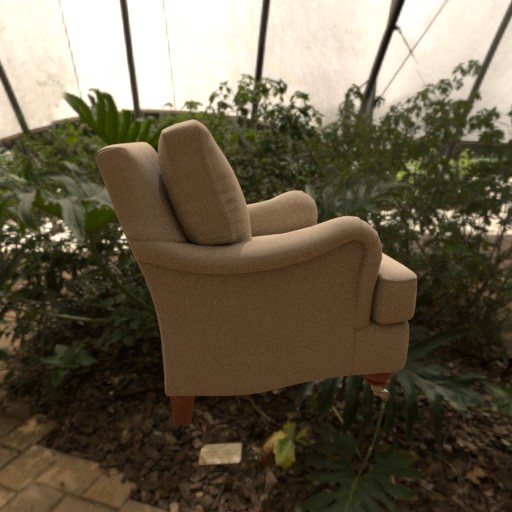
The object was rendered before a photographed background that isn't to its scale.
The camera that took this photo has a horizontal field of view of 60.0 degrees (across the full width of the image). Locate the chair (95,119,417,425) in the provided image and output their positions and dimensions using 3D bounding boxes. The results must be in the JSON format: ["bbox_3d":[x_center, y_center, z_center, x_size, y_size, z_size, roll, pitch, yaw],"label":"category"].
[{"bbox_3d":[0.000,0.000,1.872,1.078,1.076,0.895,-2,15,-8],"label":"chair"}]
